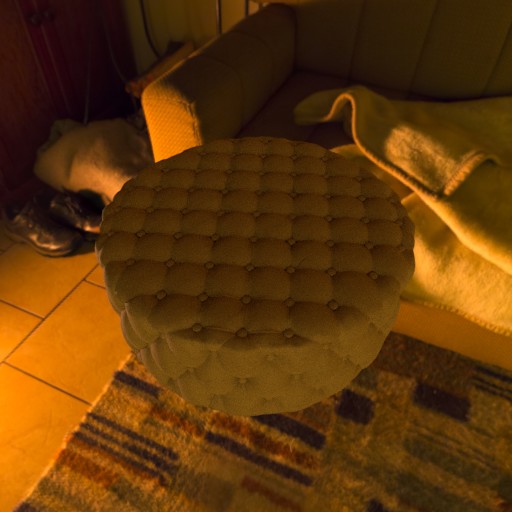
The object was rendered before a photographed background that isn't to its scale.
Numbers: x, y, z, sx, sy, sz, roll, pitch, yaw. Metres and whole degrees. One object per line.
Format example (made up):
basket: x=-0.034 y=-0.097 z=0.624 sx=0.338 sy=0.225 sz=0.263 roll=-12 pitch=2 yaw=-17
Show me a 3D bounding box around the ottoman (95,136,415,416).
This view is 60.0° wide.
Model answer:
ottoman: x=0.000 y=0.000 z=1.509 sx=0.998 sy=0.399 sz=0.998 roll=0 pitch=45 yaw=0
